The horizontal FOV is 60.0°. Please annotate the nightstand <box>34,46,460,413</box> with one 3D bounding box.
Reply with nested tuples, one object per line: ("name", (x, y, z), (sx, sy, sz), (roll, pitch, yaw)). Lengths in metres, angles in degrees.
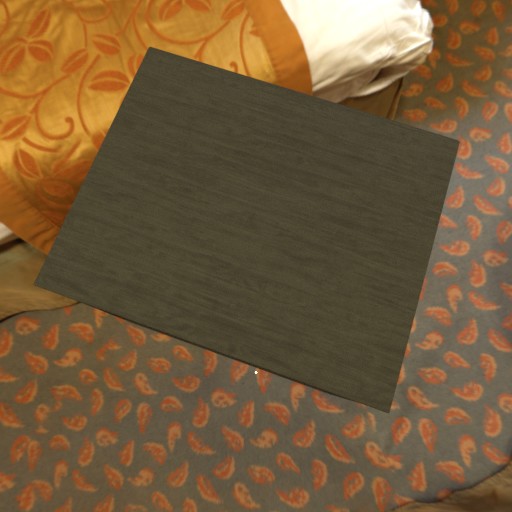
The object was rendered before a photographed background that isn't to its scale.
("nightstand", (0.000, 0.000, 0.754), (0.427, 0.448, 0.347), (19, 76, 5))
